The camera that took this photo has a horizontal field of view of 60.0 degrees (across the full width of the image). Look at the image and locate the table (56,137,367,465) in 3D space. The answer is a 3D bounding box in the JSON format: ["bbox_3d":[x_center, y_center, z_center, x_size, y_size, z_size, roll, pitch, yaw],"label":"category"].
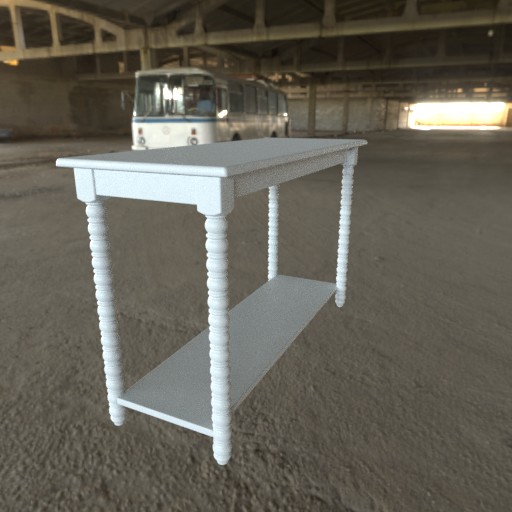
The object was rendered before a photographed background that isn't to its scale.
[{"bbox_3d":[0.000,0.000,1.535,0.459,0.740,1.184,8,19,25],"label":"table"}]
